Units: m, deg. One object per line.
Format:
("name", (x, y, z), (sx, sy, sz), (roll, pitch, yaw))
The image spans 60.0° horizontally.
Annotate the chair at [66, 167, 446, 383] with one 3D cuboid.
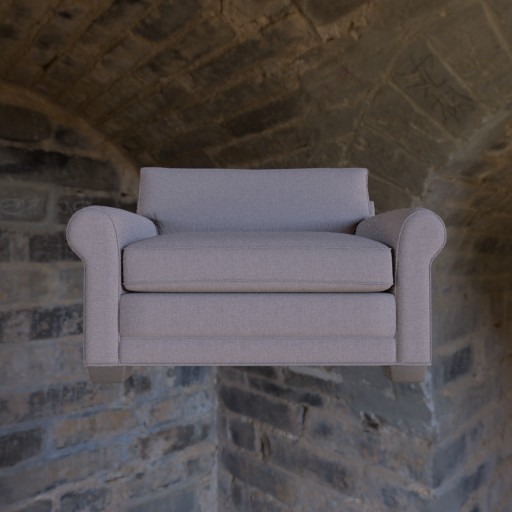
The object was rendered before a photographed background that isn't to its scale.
("chair", (0.000, 0.000, 2.009), (1.390, 0.930, 0.930), (0, -1, -1))
